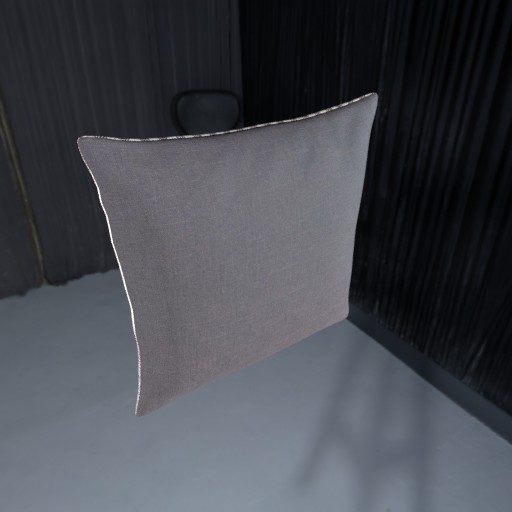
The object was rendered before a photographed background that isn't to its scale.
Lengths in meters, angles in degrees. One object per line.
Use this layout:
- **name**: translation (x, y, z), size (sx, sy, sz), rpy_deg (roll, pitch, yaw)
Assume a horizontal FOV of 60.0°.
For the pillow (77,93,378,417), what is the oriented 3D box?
- **pillow**: translation (0.000, 0.000, 0.787), size (0.523, 0.506, 0.166), rpy_deg (-19, 35, -29)
